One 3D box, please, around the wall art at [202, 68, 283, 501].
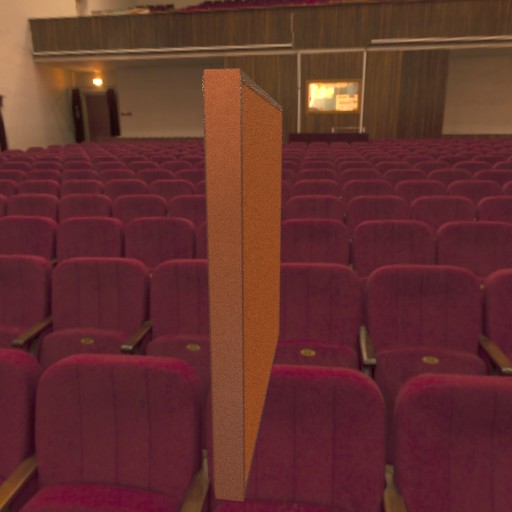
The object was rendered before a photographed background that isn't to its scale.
[{"bbox_3d":[0.000,0.000,0.509,0.028,0.349,0.349,2,15,8],"label":"wall art"}]
